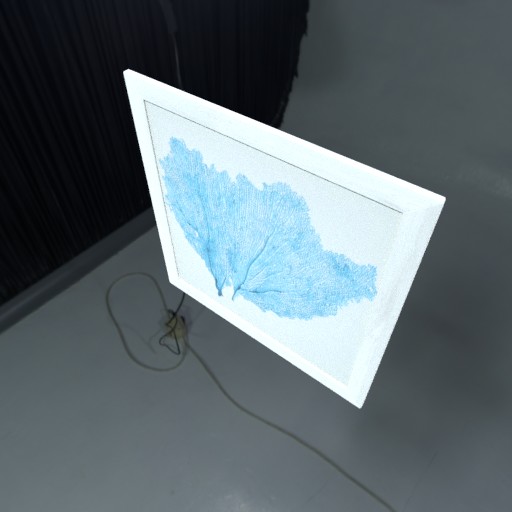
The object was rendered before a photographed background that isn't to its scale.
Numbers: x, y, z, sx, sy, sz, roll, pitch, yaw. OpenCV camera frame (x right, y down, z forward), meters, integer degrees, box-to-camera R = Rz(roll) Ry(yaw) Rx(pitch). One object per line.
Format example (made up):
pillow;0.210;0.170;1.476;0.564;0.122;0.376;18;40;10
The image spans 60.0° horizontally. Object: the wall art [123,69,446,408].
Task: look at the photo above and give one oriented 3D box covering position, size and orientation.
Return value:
wall art;0.000;0.000;0.878;0.584;0.584;0.013;29;54;25
